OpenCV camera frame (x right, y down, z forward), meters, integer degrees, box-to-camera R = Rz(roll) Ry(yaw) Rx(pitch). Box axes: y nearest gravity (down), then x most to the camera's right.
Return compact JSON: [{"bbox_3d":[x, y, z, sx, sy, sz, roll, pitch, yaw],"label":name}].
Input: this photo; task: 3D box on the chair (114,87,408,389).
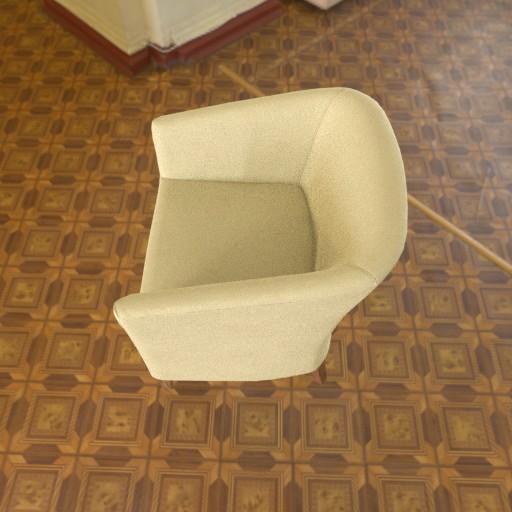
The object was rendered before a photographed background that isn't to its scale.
[{"bbox_3d":[0.000,0.000,1.336,0.657,0.822,0.643,1,58,1],"label":"chair"}]
